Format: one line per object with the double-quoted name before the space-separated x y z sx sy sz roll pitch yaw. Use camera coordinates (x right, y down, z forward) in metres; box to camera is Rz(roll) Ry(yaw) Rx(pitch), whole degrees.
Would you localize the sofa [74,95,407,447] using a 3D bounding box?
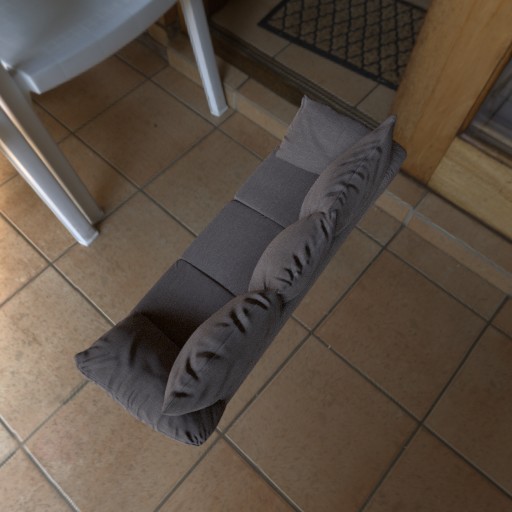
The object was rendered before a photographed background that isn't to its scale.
"sofa" 0.000 0.000 2.888 0.927 1.043 2.390 33 69 15
